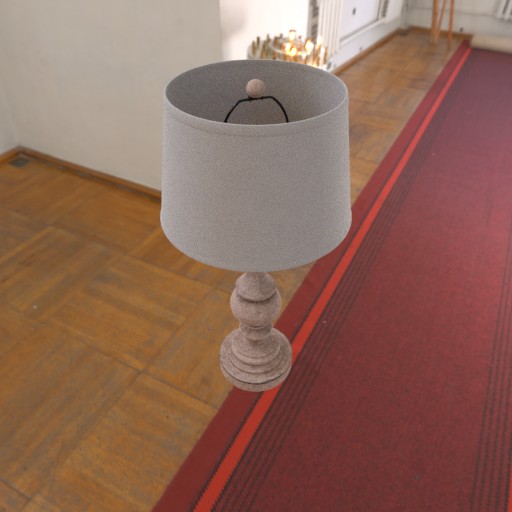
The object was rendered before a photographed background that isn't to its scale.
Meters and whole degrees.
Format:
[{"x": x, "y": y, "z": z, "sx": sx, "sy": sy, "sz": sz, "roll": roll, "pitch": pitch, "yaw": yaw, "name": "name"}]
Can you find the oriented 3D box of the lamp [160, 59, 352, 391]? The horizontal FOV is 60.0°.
[{"x": 0.000, "y": 0.000, "z": 0.870, "sx": 0.340, "sy": 0.678, "sz": 0.340, "roll": 0, "pitch": 40, "yaw": 0, "name": "lamp"}]
